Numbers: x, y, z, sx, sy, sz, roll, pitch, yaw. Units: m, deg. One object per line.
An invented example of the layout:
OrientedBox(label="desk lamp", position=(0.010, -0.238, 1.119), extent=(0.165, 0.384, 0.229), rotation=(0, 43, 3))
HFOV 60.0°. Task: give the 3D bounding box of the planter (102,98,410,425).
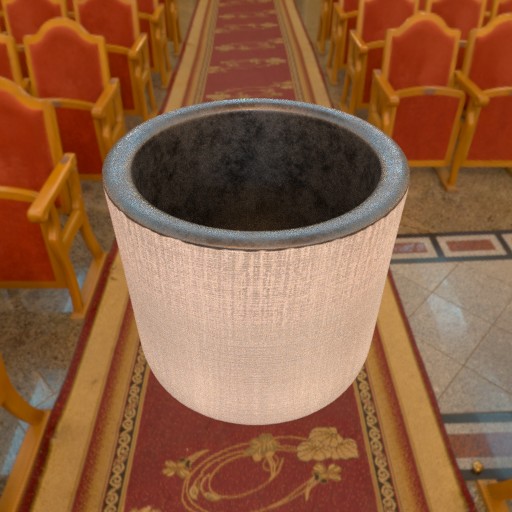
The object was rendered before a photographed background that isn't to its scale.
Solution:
OrientedBox(label="planter", position=(0.000, 0.000, 0.218), extent=(0.125, 0.112, 0.125), rotation=(0, 40, 0))
